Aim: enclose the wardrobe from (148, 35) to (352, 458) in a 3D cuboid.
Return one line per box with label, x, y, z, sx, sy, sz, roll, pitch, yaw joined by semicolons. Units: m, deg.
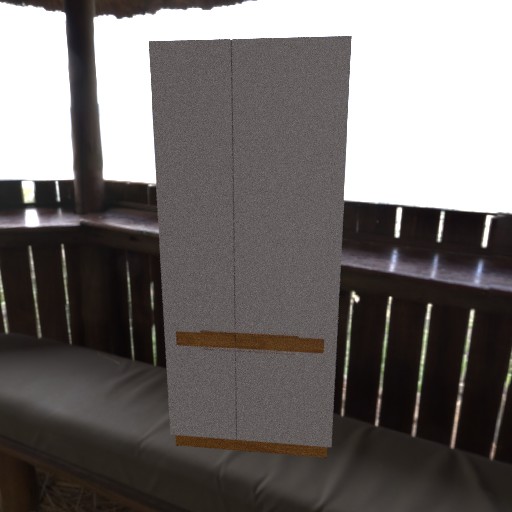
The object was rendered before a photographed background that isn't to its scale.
wardrobe;0.000;0.000;2.397;0.860;2.040;0.600;2;15;7
